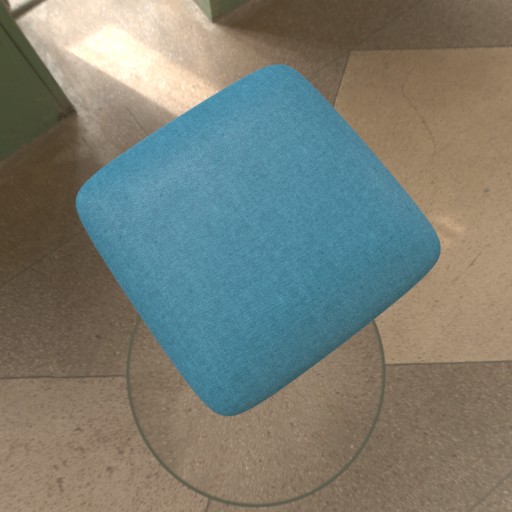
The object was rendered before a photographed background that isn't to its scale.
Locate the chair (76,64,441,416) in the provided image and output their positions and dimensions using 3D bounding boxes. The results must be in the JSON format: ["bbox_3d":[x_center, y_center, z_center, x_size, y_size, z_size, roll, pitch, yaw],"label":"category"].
[{"bbox_3d":[0.000,0.000,0.722,0.360,0.450,0.360,-35,79,-8],"label":"chair"}]
